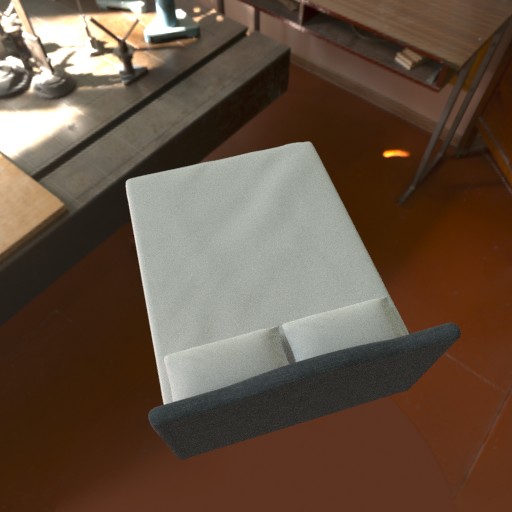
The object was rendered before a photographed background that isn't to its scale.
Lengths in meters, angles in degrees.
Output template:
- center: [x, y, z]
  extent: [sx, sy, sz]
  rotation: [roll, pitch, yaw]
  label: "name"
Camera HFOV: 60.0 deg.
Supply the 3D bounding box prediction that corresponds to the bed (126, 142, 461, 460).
- center: [0.000, 0.000, 3.949]
  extent: [2.161, 1.457, 2.689]
  rotation: [-14, 59, -9]
  label: "bed"
